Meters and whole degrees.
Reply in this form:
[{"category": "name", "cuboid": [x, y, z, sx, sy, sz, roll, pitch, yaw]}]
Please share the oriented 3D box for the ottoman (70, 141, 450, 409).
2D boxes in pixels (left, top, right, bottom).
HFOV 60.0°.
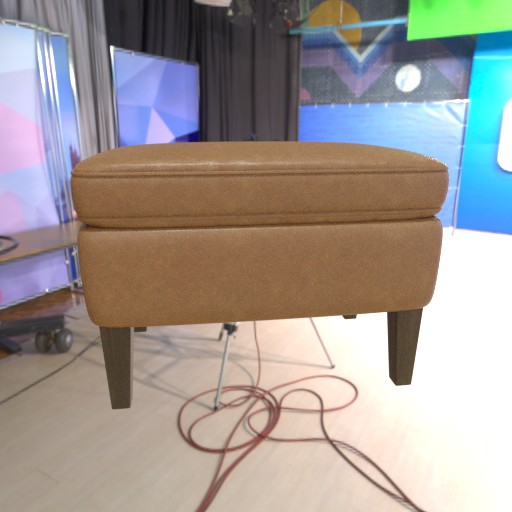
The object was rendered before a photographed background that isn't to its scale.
[{"category": "ottoman", "cuboid": [0.000, 0.000, 0.969, 0.670, 0.480, 0.420, -2, 17, -8]}]
